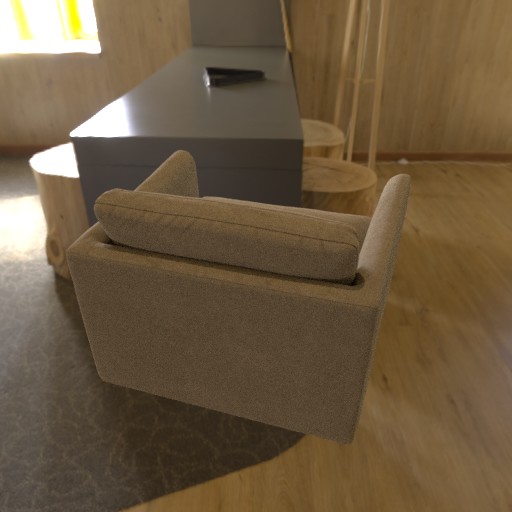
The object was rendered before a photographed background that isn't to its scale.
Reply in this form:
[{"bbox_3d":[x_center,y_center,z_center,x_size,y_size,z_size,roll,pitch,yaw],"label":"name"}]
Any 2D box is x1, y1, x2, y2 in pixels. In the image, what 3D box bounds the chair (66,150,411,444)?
[{"bbox_3d":[0.000,0.000,1.914,1.190,0.845,1.091,9,33,14],"label":"chair"}]
